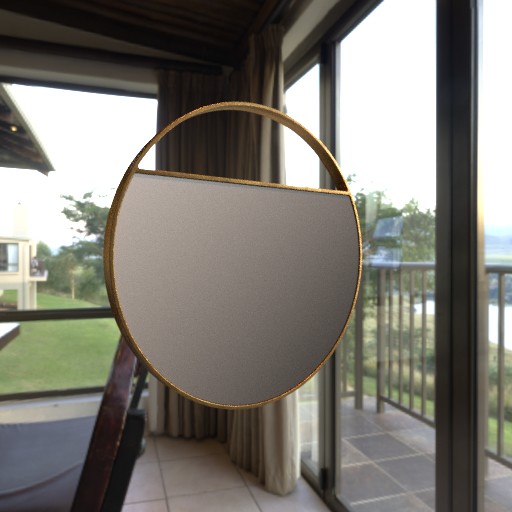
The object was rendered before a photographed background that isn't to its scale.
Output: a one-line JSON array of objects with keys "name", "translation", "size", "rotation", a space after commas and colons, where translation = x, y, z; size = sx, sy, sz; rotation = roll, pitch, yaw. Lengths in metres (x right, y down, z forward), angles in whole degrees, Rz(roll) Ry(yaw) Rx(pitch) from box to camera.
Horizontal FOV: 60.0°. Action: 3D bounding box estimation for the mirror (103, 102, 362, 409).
[{"name": "mirror", "translation": [0.000, 0.000, 0.843], "size": [0.565, 0.565, 0.032], "rotation": [-1, 1, -36]}]
